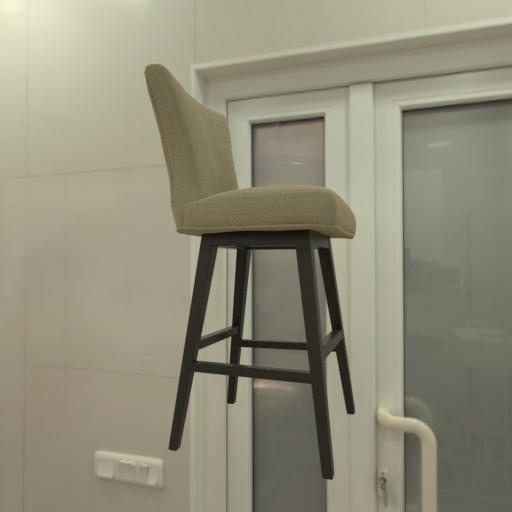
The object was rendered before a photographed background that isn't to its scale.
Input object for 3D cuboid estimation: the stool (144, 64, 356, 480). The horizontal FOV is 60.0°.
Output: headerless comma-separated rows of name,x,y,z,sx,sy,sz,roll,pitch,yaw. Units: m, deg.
stool,0.000,0.000,1.398,0.574,1.086,0.514,0,-1,19
